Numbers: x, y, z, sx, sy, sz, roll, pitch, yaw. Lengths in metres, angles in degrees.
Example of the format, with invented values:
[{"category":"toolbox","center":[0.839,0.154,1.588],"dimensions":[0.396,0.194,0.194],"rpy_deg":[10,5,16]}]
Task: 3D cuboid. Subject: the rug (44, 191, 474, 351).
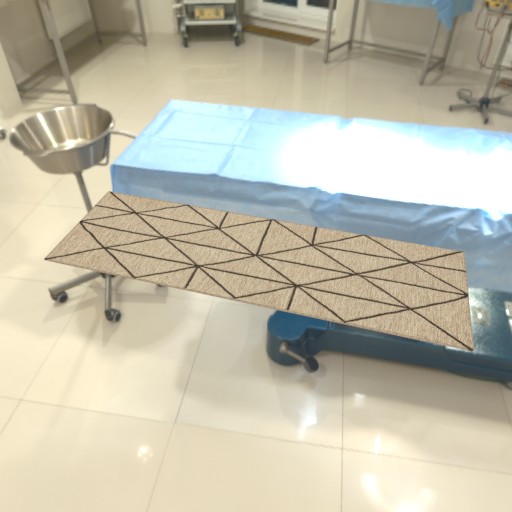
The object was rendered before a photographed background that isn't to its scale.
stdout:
[{"category":"rug","center":[0.000,0.000,2.692],"dimensions":[2.438,0.012,0.762],"rpy_deg":[11,43,12]}]
